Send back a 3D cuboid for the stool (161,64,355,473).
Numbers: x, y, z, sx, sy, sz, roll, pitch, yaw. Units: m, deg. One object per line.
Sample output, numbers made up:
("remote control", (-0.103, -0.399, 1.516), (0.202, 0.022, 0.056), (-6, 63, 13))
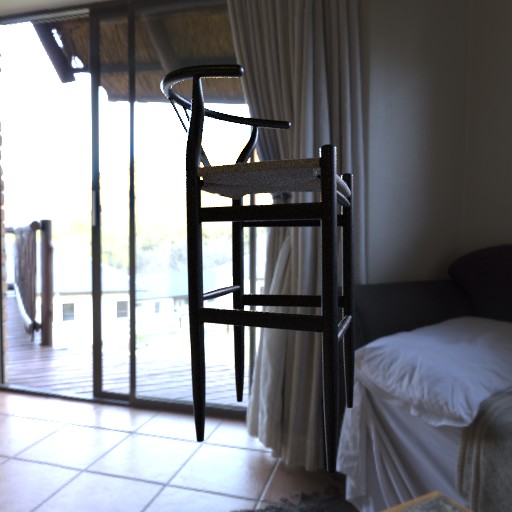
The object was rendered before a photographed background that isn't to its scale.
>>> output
("stool", (0.000, 0.000, 1.409), (0.579, 1.072, 0.569), (0, 1, 17))
